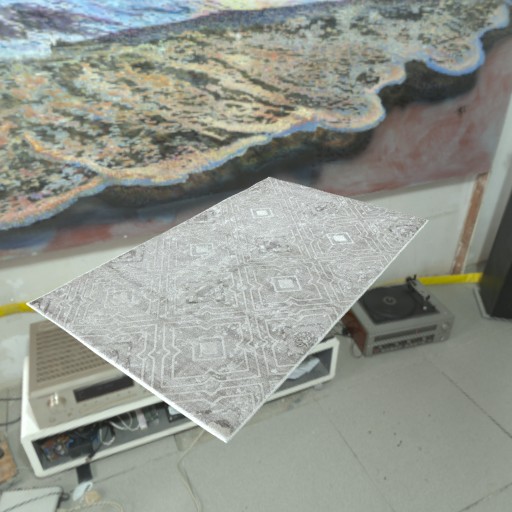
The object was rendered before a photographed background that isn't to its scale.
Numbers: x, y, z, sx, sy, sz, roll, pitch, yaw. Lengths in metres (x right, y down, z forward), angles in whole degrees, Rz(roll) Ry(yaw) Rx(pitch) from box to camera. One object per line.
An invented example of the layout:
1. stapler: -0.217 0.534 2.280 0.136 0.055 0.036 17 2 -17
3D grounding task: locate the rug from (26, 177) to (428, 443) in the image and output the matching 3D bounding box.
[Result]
1. rug: 0.000 0.000 3.019 1.537 0.036 2.447 22 38 31
